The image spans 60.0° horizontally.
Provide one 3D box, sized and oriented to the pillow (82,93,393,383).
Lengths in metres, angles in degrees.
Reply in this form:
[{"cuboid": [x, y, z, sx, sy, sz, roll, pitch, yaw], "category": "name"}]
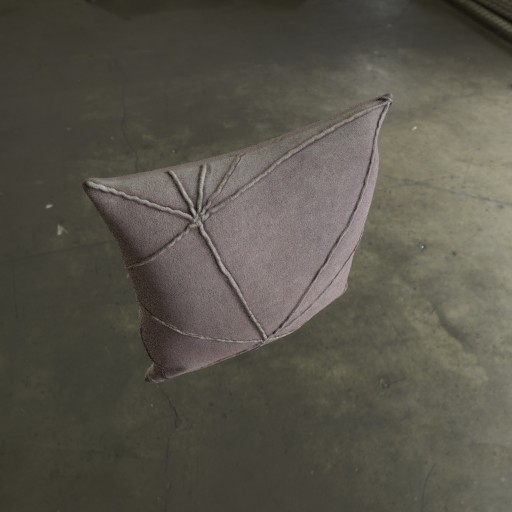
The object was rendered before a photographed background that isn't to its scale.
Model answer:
[{"cuboid": [0.000, 0.000, 0.693, 0.439, 0.440, 0.185, -22, 51, -20], "category": "pillow"}]
